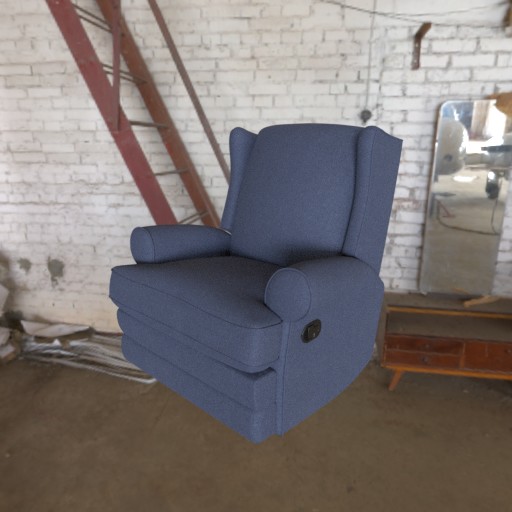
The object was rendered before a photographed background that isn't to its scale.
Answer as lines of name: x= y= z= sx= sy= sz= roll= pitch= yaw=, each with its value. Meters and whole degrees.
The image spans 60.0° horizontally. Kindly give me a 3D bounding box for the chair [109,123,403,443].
chair: x=0.000 y=0.000 z=1.761 sx=0.971 sy=1.020 sz=0.877 roll=15 pitch=21 yaw=42
